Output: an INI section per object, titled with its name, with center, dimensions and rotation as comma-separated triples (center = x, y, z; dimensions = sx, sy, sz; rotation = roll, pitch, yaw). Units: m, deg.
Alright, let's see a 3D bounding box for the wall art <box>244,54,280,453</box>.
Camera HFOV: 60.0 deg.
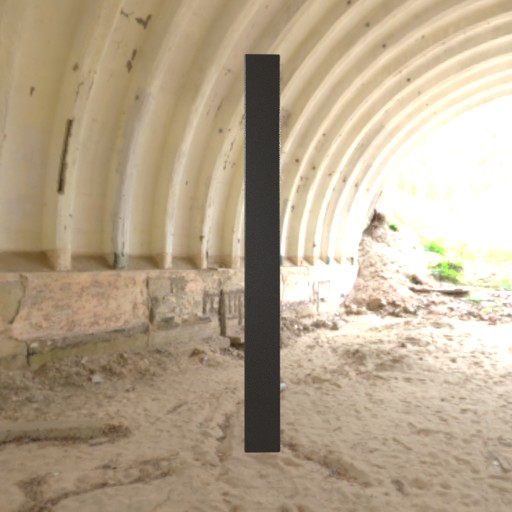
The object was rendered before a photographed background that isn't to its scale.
[wall art]
center = 0.000, 0.000, 1.180
dimensions = 0.058, 0.640, 0.939
rotation = 0, -1, -1
